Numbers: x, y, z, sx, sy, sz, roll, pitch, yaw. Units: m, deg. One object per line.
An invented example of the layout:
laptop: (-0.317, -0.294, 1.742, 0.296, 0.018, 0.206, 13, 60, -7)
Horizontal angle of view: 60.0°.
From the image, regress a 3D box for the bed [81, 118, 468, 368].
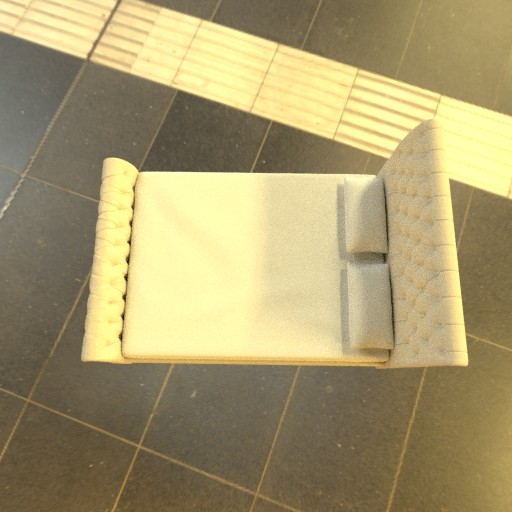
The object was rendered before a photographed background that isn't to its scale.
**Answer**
bed: (0.000, 0.000, 3.355, 2.493, 1.268, 1.606, 1, 75, 0)
